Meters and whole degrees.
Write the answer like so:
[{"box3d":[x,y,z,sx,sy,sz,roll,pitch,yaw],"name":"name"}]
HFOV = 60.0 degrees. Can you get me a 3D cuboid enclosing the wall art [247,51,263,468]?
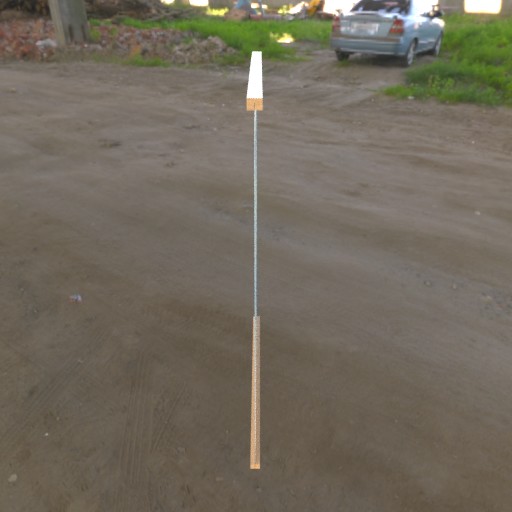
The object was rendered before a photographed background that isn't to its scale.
[{"box3d":[0.000,0.000,1.297,0.027,1.020,0.669,0,31,0],"name":"wall art"}]
